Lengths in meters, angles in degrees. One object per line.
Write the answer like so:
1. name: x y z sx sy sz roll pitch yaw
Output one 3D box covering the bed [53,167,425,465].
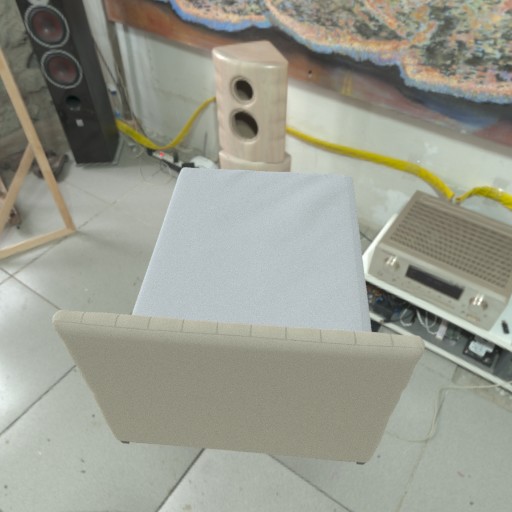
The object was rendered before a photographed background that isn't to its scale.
1. bed: 0.000 0.000 3.269 1.698 1.427 2.387 4 47 3
